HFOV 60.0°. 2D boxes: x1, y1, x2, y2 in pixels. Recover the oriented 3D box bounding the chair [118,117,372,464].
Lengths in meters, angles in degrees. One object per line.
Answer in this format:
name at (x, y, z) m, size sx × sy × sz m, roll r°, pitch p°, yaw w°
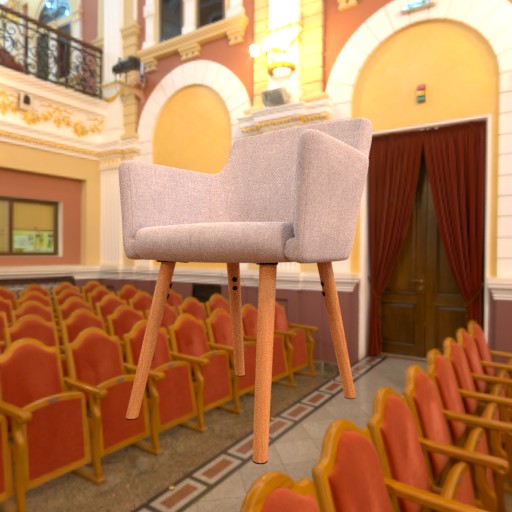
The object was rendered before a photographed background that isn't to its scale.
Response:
chair at (0.000, 0.000, 1.165) m, size 0.570 × 0.780 × 0.540 m, roll 1°, pitch 1°, yaw 35°
